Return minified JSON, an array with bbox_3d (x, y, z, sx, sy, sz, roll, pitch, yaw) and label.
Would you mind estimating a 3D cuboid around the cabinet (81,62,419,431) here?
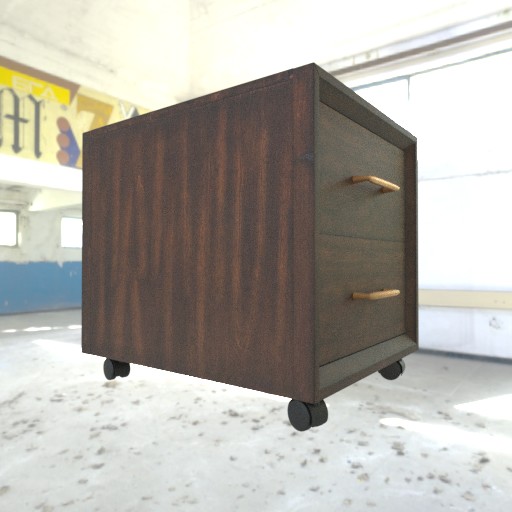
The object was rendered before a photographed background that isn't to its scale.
[{"bbox_3d":[0.000,0.000,0.826,0.500,0.455,0.402,0,-1,37],"label":"cabinet"}]
